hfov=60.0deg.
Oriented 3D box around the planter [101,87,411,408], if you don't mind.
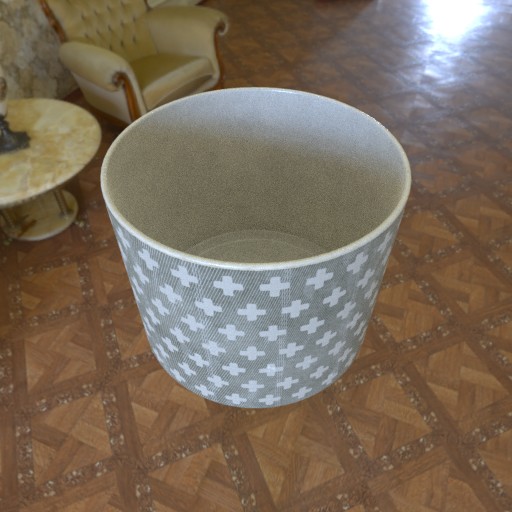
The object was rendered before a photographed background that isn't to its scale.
[{"bbox_3d":[0.000,0.000,0.343,0.190,0.181,0.190,0,46,0],"label":"planter"}]
